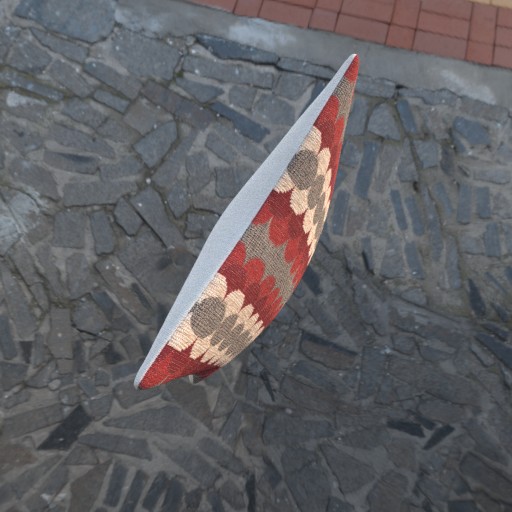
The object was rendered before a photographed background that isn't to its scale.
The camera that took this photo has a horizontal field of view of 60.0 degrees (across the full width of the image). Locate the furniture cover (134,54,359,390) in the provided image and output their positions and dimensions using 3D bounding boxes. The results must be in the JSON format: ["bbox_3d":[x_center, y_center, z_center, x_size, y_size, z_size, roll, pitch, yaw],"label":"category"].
[{"bbox_3d":[0.000,0.000,0.649,0.145,0.420,0.435,31,78,7],"label":"furniture cover"}]
